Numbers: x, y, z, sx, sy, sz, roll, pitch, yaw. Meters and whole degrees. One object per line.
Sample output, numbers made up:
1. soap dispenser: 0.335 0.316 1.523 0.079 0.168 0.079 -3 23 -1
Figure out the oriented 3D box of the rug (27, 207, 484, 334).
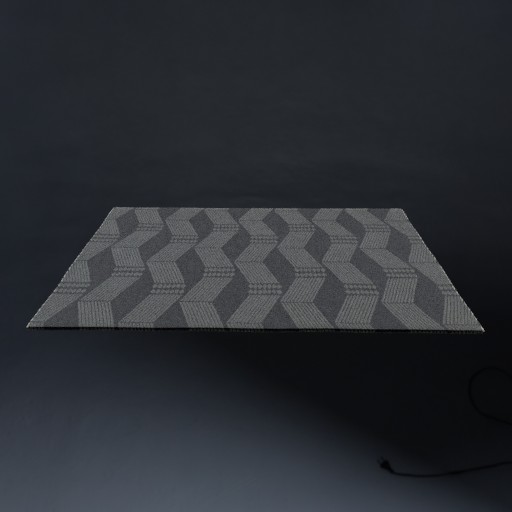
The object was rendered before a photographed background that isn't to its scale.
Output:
1. rug: 0.000 0.000 2.290 1.833 0.016 1.210 0 30 1
